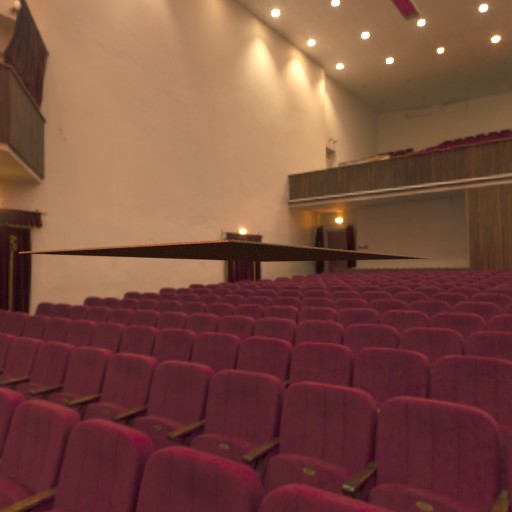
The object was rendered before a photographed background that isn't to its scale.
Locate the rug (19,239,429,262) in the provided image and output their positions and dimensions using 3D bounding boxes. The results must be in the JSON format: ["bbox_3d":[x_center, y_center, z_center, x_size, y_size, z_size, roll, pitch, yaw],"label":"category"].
[{"bbox_3d":[0.000,0.000,2.268,1.202,0.006,1.813,-2,-3,37],"label":"rug"}]
